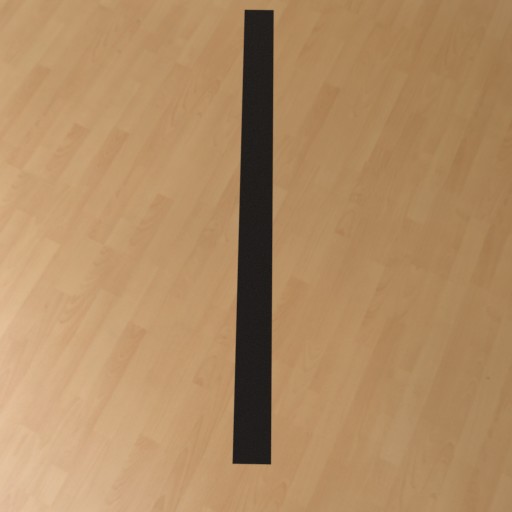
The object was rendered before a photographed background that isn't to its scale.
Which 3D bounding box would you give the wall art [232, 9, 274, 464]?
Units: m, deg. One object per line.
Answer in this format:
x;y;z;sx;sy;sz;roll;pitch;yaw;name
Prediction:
0.000;0.000;0.526;0.028;0.325;0.397;1;75;0;wall art
